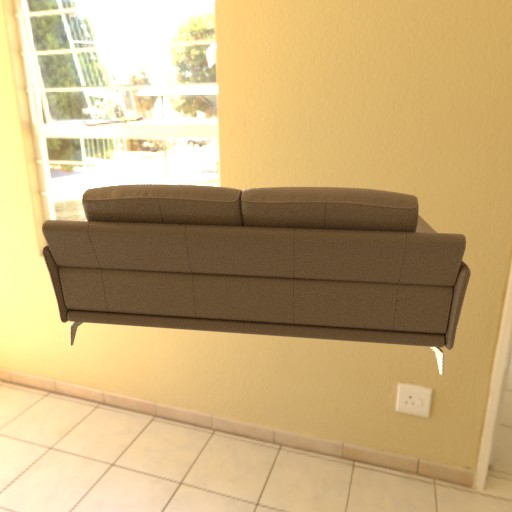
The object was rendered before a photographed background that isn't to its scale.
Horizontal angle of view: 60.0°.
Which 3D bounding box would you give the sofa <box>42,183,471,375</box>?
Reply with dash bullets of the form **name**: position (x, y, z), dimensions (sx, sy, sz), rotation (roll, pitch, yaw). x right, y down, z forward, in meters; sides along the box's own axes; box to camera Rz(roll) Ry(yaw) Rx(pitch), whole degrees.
- **sofa**: position (0.000, 0.000, 2.617), dimensions (2.101, 0.930, 1.049), rotation (3, 17, 8)
